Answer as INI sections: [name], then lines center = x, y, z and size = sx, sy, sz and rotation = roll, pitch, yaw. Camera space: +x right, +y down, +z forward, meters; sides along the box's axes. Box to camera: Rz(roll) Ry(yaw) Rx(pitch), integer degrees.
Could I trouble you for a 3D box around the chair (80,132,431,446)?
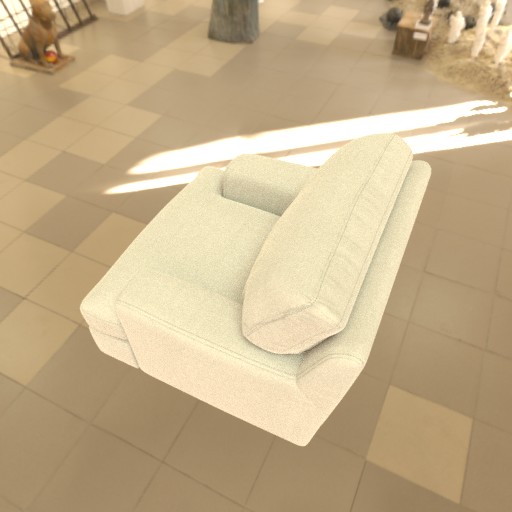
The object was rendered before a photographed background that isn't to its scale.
[chair]
center = 0.000, 0.000, 1.948
size = 1.158, 0.930, 1.140
rotation = 19, 51, 17
